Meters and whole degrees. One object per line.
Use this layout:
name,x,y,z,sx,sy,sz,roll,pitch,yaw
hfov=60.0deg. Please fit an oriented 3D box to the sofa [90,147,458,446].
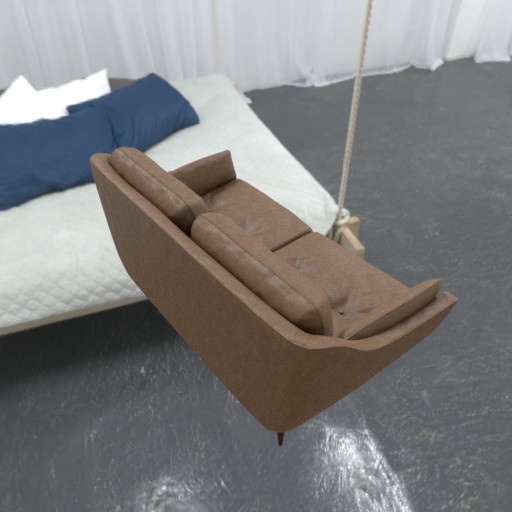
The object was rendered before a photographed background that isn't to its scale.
sofa,0.000,0.000,2.296,0.981,0.886,1.731,-28,48,-29
